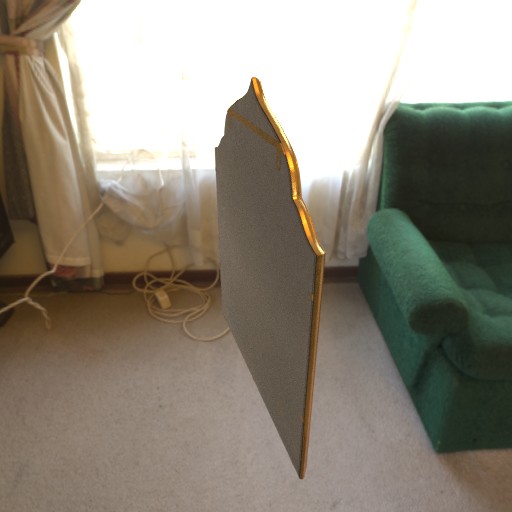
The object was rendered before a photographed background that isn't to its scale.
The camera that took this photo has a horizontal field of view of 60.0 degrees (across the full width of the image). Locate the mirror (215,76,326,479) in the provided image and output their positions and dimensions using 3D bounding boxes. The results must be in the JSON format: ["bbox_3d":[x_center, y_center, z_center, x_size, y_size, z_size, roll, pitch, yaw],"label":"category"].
[{"bbox_3d":[0.000,0.000,0.838,0.018,0.635,0.513,-10,31,-17],"label":"mirror"}]
